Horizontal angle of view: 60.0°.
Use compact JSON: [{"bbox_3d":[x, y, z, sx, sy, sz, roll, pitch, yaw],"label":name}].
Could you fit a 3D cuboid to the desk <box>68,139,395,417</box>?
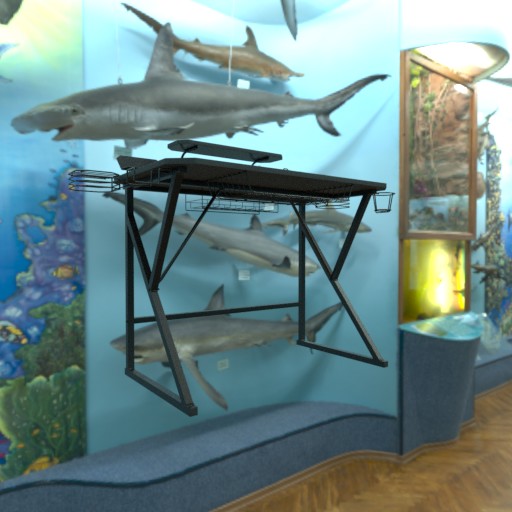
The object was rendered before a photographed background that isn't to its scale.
[{"bbox_3d":[0.000,0.000,1.721,1.290,0.880,0.580,-1,1,-36],"label":"desk"}]
